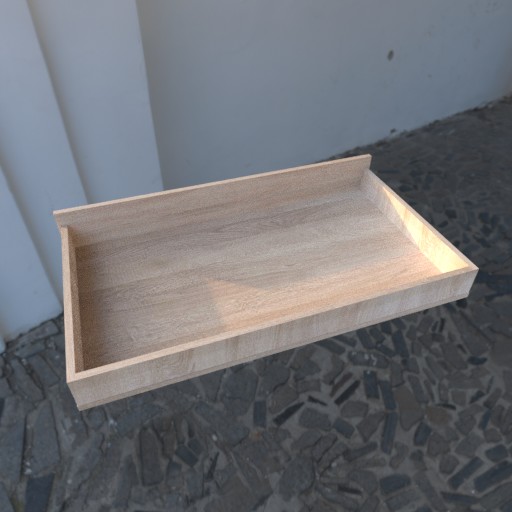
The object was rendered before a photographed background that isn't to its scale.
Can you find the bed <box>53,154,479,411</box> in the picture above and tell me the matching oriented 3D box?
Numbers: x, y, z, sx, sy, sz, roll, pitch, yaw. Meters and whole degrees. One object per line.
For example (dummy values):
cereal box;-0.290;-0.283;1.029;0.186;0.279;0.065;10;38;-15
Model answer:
bed;0.000;0.000;1.463;1.200;0.209;0.685;-13;42;-15
